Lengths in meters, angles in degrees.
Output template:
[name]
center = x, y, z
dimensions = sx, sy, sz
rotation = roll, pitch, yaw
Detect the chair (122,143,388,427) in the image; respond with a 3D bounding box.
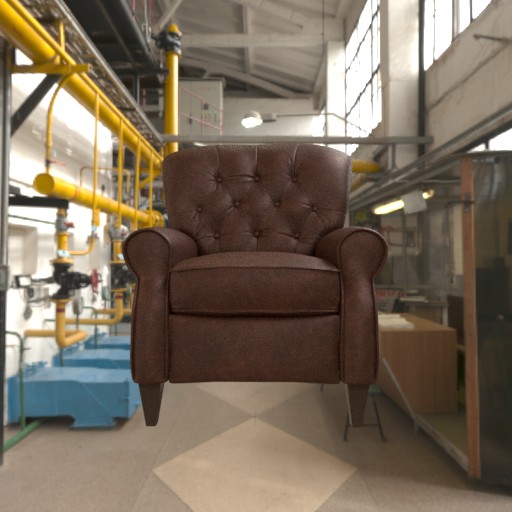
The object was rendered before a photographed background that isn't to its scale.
[chair]
center = 0.000, 0.000, 1.955
dimensions = 0.979, 1.162, 1.031
rotation = 0, 0, 1
